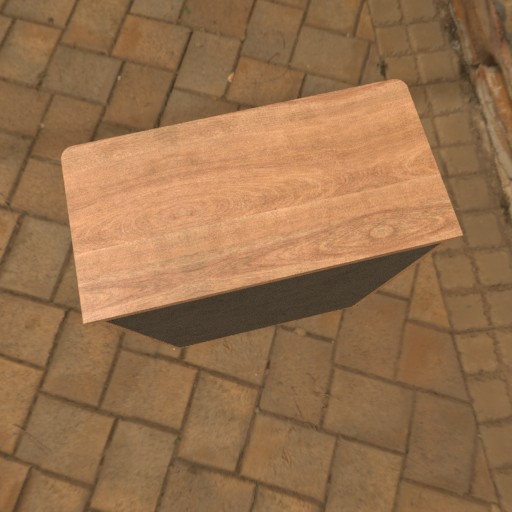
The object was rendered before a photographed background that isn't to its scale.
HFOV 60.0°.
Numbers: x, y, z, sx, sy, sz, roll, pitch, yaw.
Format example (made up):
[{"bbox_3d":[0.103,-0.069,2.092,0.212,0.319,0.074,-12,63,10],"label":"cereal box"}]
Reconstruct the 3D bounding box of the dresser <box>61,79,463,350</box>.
[{"bbox_3d":[0.000,0.000,1.798,0.973,1.318,0.484,-13,75,-3],"label":"dresser"}]
